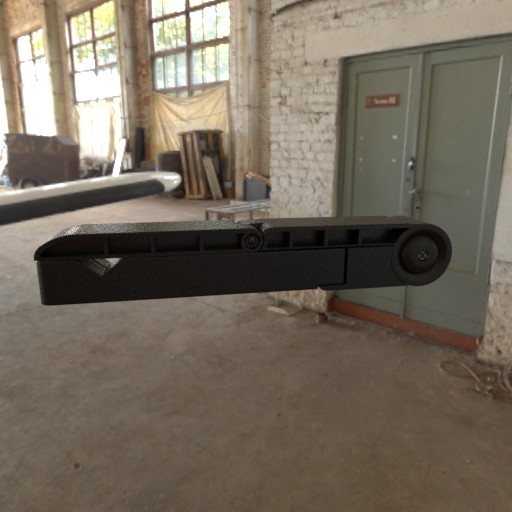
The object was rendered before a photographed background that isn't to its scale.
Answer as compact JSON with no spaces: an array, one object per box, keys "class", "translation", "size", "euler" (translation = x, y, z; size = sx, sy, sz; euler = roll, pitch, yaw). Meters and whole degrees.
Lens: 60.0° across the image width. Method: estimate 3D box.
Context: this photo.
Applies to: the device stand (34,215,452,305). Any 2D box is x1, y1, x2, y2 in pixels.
[{"class":"device stand","translation":[0.000,0.000,0.199],"size":[0.179,0.030,0.026],"euler":[-3,14,-11]}]
